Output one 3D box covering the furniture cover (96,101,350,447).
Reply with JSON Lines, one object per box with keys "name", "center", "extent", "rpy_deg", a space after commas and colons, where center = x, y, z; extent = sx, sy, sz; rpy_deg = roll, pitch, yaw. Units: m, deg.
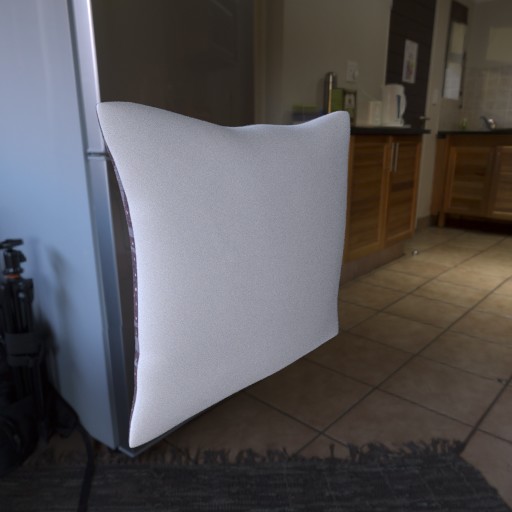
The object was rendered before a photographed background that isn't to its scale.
{"name": "furniture cover", "center": [0.000, 0.000, 0.799], "extent": [0.193, 0.509, 0.552], "rpy_deg": [16, 22, 42]}
